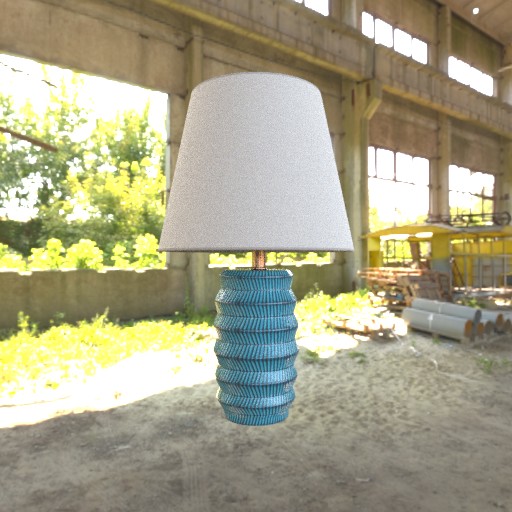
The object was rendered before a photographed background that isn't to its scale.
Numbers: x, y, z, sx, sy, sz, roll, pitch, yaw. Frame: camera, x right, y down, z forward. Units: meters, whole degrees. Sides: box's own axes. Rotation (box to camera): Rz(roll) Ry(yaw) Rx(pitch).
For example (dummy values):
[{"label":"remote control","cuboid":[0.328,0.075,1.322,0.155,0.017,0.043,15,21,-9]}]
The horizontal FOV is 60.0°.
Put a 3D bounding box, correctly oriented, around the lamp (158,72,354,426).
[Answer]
[{"label":"lamp","cuboid":[0.000,0.000,0.819,0.355,0.582,0.355,0,0,0]}]
